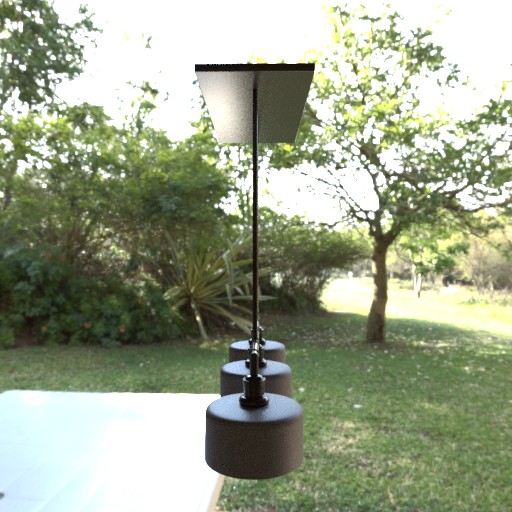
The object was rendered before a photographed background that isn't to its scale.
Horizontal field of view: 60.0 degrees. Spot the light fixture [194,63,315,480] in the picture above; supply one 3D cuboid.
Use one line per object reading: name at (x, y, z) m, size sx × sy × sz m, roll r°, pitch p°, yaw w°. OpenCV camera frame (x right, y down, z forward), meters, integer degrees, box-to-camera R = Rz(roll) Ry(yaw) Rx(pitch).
light fixture at (0.000, 0.000, 0.838) m, size 0.177 × 0.557 × 0.582 m, roll 0°, pitch -1°, yaw 1°
